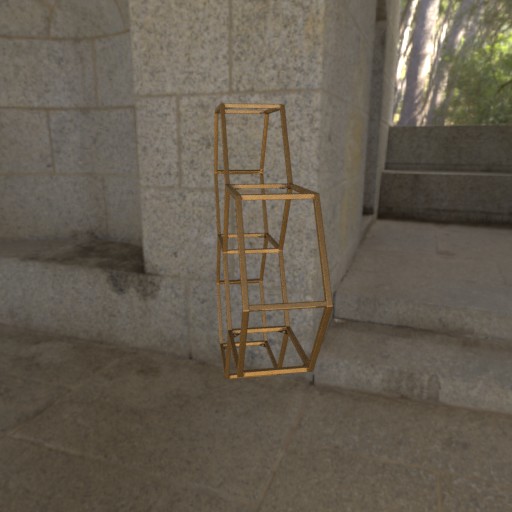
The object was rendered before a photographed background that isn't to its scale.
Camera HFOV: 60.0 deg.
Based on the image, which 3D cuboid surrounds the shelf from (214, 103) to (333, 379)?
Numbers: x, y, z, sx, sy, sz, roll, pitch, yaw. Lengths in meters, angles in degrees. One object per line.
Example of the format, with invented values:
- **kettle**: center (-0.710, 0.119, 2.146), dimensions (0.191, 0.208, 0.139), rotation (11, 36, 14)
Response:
- **shelf**: center (0.000, 0.000, 1.063), dimensions (0.150, 0.701, 0.708), rotation (-2, 14, -8)
